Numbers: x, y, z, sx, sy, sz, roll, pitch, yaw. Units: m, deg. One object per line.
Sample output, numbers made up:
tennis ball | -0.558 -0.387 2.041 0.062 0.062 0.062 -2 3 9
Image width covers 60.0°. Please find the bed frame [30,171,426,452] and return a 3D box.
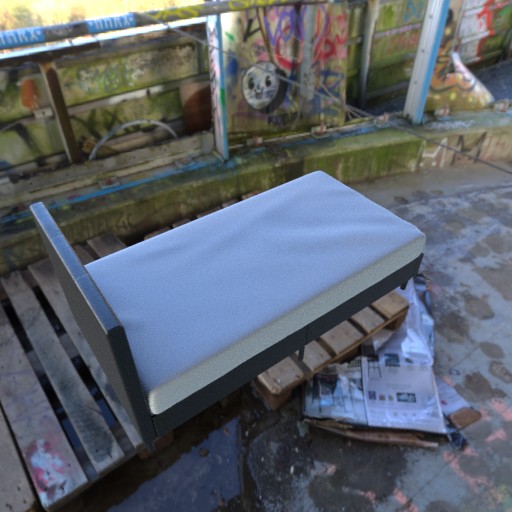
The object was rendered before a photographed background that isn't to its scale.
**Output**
bed frame | 0.000 0.000 2.588 2.152 1.046 1.038 -26 47 -26
